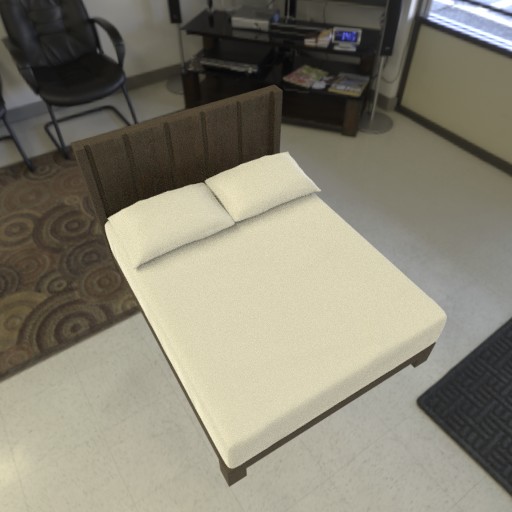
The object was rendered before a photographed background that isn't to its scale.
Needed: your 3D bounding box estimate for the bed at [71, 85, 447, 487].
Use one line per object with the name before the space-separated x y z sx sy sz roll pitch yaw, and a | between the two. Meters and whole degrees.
bed | 0.000 0.000 3.262 1.727 1.270 2.242 -24 51 -21
